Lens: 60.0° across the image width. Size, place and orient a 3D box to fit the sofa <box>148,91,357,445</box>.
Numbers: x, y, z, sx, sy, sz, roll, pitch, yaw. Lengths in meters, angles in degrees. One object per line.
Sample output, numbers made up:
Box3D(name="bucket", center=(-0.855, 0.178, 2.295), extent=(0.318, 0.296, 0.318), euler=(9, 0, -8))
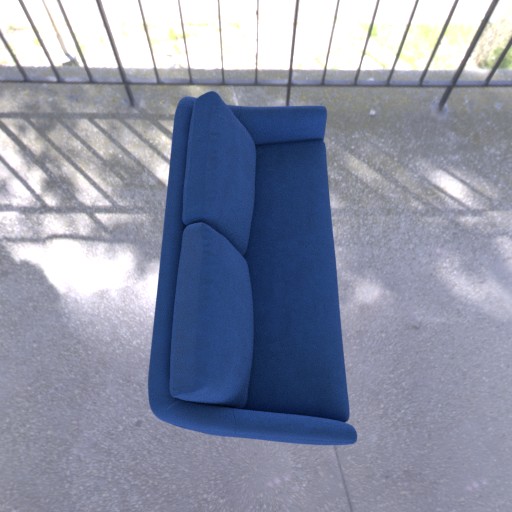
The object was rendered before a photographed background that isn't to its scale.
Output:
Box3D(name="sofa", center=(0.000, 0.000, 2.583), extent=(0.960, 0.903, 2.036), euler=(0, 64, 0))
